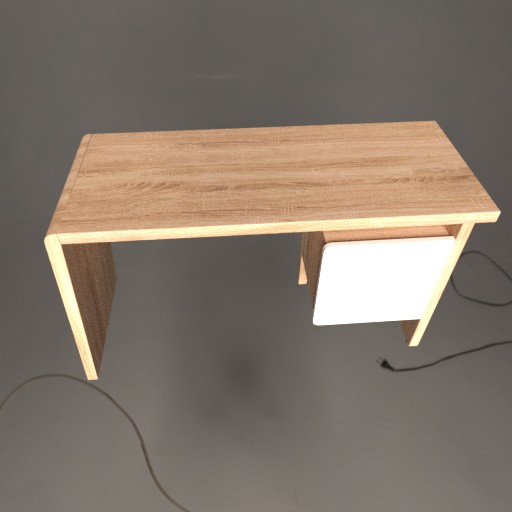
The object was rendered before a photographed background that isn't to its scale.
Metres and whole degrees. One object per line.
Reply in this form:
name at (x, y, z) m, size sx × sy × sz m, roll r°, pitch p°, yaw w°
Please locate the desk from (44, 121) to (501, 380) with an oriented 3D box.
desk at (0.000, 0.000, 1.612) m, size 1.300 × 0.750 × 0.500 m, roll -3°, pitch 46°, yaw -3°
